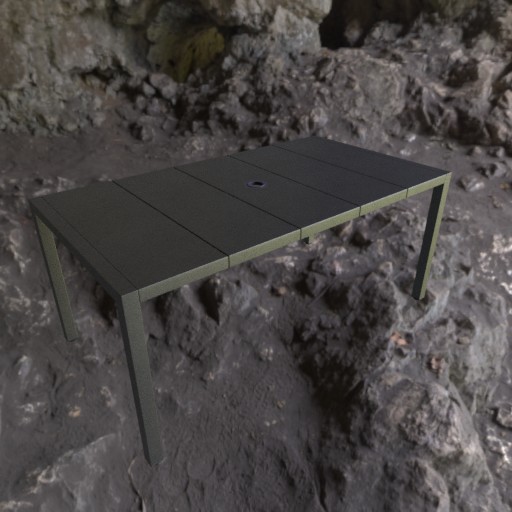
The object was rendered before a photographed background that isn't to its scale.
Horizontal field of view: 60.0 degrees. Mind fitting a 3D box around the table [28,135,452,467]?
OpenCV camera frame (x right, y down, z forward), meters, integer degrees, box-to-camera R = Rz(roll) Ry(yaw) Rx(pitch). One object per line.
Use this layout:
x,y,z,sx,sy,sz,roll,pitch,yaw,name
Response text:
0.000,0.000,2.151,1.680,0.735,0.914,-21,36,-33,table
